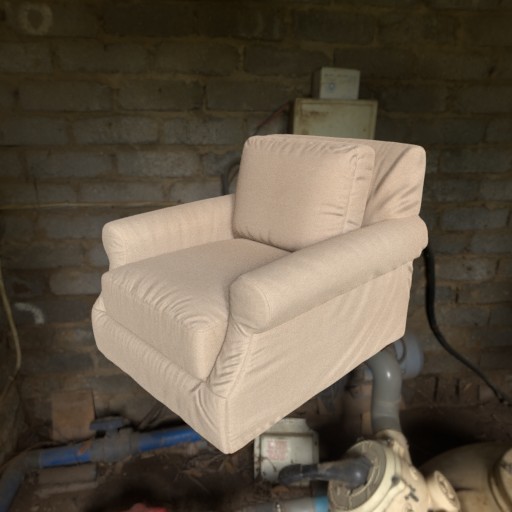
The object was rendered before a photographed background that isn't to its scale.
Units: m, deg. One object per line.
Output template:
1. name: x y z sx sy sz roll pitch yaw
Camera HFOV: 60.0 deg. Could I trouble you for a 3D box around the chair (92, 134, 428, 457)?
1. chair: 0.000 0.000 1.733 1.066 0.866 0.940 -18 26 -41
